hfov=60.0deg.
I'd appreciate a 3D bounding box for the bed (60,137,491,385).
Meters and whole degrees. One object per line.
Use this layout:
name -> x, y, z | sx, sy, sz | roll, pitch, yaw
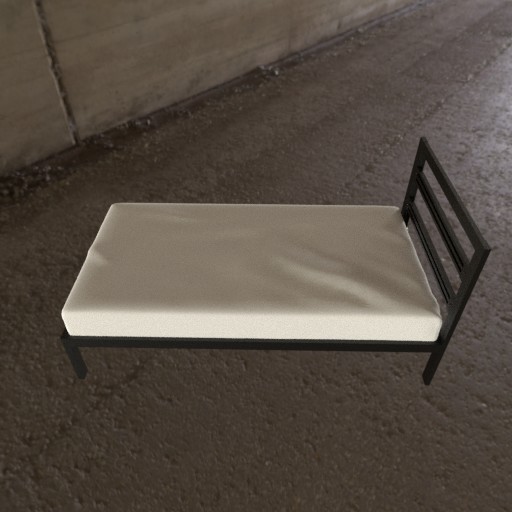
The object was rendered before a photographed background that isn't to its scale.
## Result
bed -> 0.000, 0.000, 2.478 | 1.930, 0.967, 0.991 | 1, 41, 1
